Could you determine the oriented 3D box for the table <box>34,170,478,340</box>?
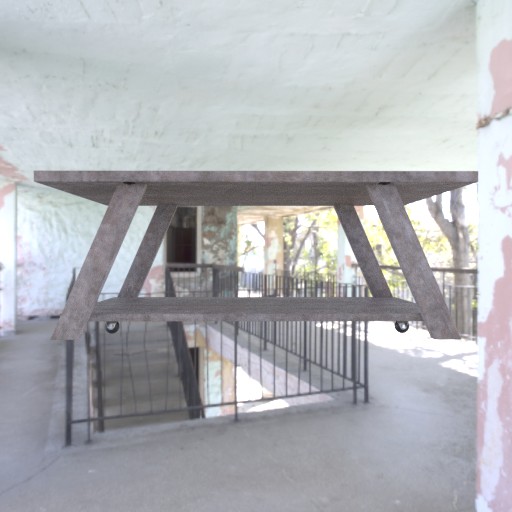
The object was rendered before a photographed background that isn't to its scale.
[{"bbox_3d":[0.000,0.000,1.520,1.219,0.470,0.610,0,0,0],"label":"table"}]
